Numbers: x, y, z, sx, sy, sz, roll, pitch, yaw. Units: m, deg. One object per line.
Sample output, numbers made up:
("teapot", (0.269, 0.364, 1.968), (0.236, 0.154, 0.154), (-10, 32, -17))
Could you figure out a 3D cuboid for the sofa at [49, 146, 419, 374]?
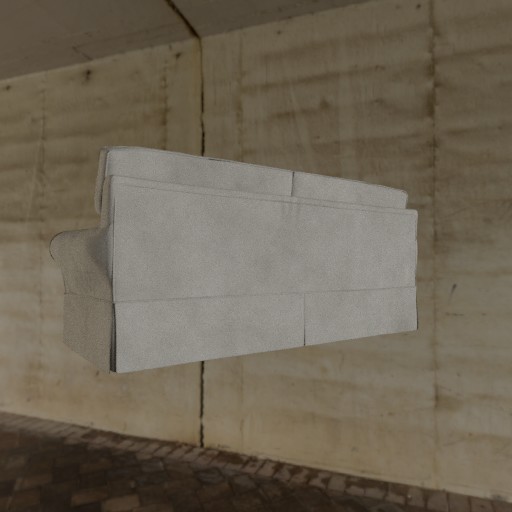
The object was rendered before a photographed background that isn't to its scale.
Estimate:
("sofa", (0.000, 0.000, 2.784), (2.246, 1.014, 0.900), (1, -1, -36))
